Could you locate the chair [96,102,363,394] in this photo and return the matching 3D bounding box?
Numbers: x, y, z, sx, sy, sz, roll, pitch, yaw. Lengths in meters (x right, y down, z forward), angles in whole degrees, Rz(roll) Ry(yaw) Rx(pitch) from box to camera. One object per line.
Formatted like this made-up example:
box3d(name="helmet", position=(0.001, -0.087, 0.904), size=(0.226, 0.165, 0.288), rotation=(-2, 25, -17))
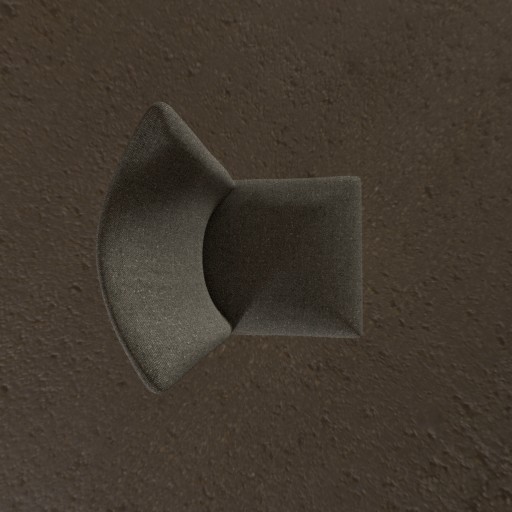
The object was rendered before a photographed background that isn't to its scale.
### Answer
box3d(name="chair", position=(0.000, 0.000, 1.255), size=(0.623, 0.924, 0.535), rotation=(0, 88, 1))
